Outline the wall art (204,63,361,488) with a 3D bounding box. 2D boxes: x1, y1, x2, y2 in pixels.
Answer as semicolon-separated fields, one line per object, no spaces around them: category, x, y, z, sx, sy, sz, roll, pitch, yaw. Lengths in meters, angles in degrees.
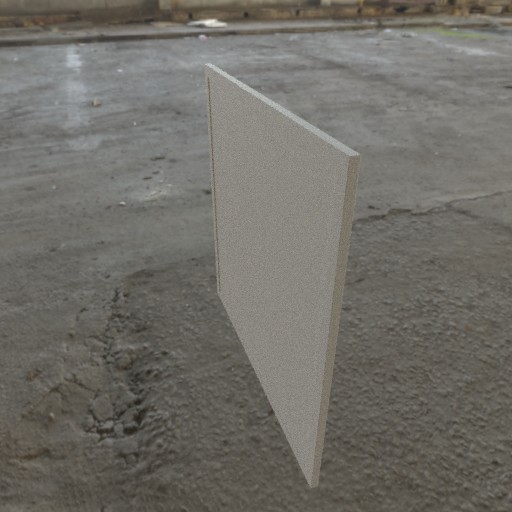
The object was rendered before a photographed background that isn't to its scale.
wall art;0.000;0.000;0.938;0.015;0.660;0.660;-11;34;-17
